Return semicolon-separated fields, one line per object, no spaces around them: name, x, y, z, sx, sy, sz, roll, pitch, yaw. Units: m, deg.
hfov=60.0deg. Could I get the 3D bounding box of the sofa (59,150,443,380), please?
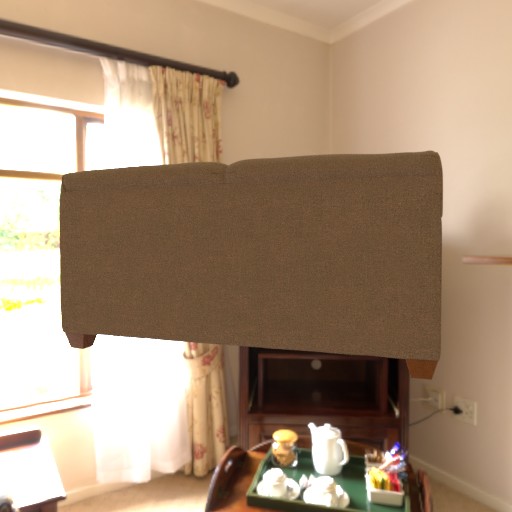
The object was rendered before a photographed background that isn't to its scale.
sofa;0.000;0.000;2.466;1.846;0.958;1.000;1;2;18
